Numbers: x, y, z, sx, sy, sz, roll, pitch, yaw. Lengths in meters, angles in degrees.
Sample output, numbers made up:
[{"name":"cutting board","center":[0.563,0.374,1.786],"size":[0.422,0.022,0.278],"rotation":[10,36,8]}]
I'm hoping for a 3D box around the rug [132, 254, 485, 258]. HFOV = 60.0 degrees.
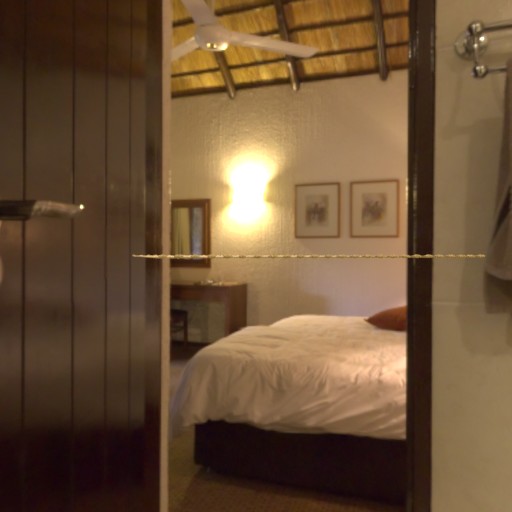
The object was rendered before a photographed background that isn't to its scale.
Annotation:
[{"name":"rug","center":[0.000,0.000,3.032],"size":[1.540,0.018,2.435],"rotation":[0,0,-18]}]
